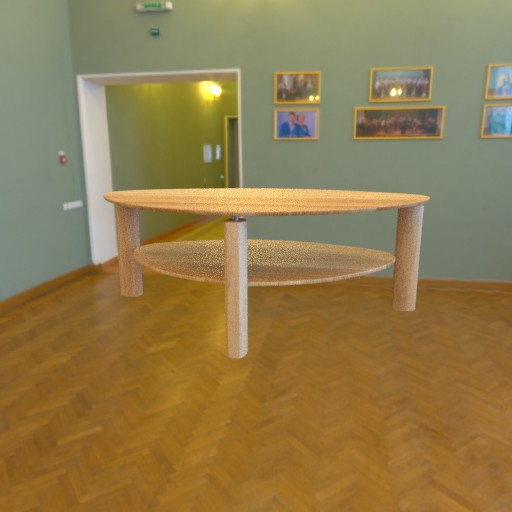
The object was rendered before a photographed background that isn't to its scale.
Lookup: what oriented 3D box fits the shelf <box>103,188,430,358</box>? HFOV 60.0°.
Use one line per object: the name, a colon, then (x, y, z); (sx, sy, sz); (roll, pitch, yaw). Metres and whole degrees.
shelf: (0.000, 0.000, 1.658); (1.246, 0.440, 0.845); (2, 13, 9)
